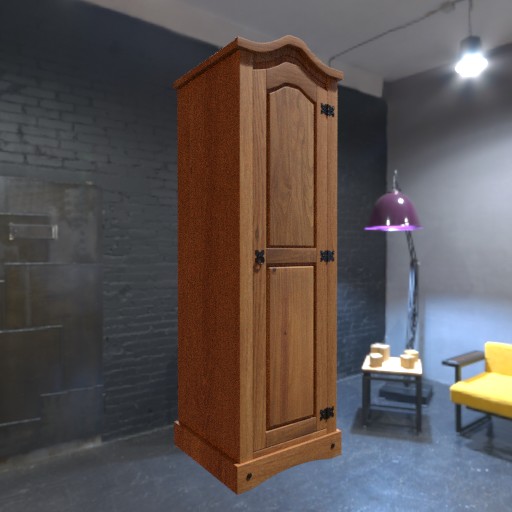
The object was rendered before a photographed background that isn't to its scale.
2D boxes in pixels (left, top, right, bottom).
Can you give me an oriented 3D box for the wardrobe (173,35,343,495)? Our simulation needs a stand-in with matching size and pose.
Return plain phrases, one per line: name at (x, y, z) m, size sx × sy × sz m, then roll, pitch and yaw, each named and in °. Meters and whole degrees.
wardrobe at (0.000, 0.000, 2.130) m, size 0.590 × 1.870 × 0.570 m, roll -1°, pitch 1°, yaw -36°
